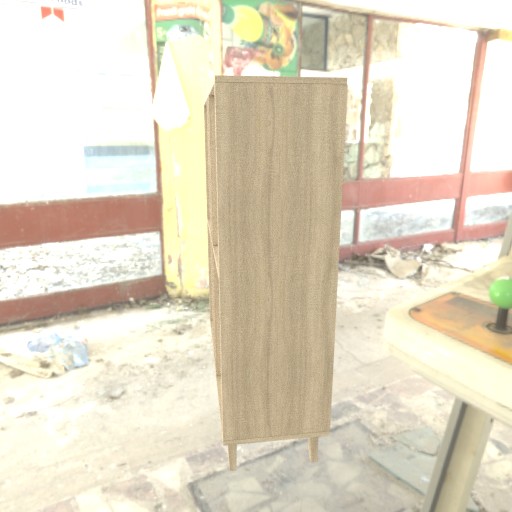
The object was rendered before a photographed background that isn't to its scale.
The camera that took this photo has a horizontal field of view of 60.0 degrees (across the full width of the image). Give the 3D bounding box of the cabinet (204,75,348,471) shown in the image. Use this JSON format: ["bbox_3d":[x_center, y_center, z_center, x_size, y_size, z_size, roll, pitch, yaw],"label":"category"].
[{"bbox_3d":[0.000,0.000,2.008,0.398,1.388,1.111,-2,15,-8],"label":"cabinet"}]
